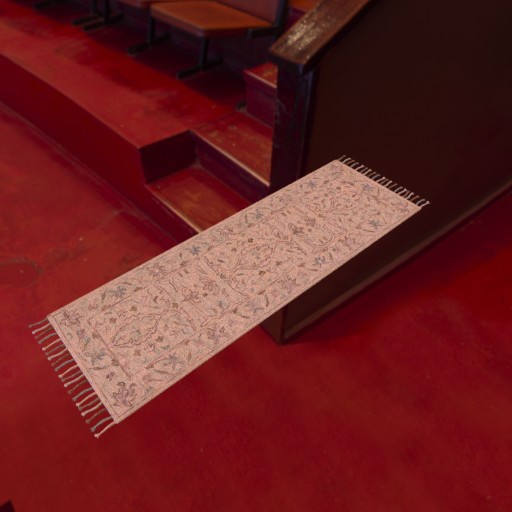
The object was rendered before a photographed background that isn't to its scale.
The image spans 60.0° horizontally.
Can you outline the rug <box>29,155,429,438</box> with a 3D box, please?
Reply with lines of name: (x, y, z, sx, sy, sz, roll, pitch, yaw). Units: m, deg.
rug: (0.000, 0.000, 2.636, 2.440, 0.013, 0.769, -31, 53, -27)
